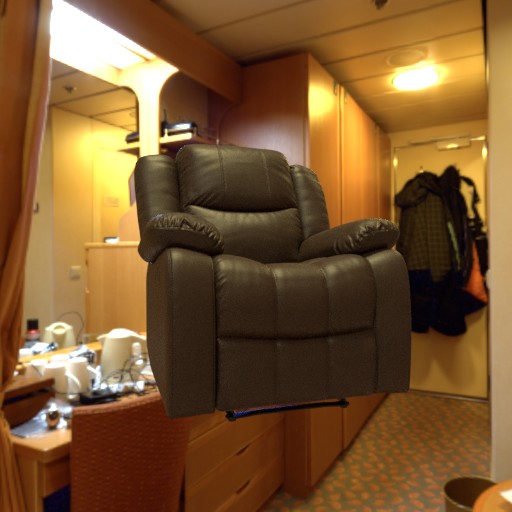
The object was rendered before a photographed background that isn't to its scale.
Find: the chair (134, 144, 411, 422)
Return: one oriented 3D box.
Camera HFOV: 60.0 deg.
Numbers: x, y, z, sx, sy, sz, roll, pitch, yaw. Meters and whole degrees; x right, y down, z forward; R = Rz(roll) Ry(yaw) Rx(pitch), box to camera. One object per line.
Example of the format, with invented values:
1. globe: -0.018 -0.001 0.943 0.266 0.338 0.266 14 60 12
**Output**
1. chair: 0.000 0.000 1.753 0.899 1.009 0.934 0 0 -18
